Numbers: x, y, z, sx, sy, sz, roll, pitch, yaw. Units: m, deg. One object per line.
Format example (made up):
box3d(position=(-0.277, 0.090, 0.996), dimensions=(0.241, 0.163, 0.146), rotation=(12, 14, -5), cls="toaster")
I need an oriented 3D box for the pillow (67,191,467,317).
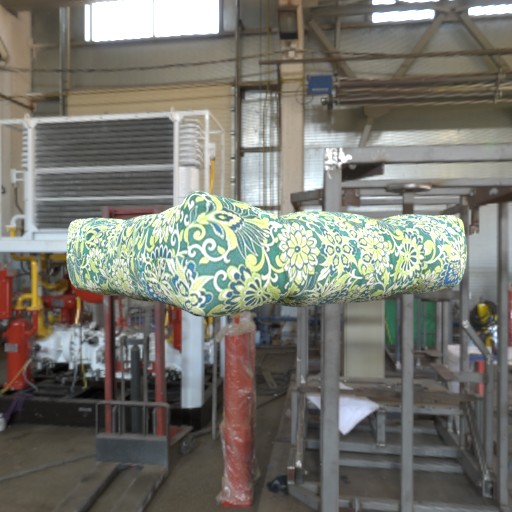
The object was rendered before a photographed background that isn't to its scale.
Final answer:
box3d(position=(0.000, 0.000, 0.715), dimensions=(0.490, 0.128, 0.468), rotation=(0, 0, -37), cls="pillow")
